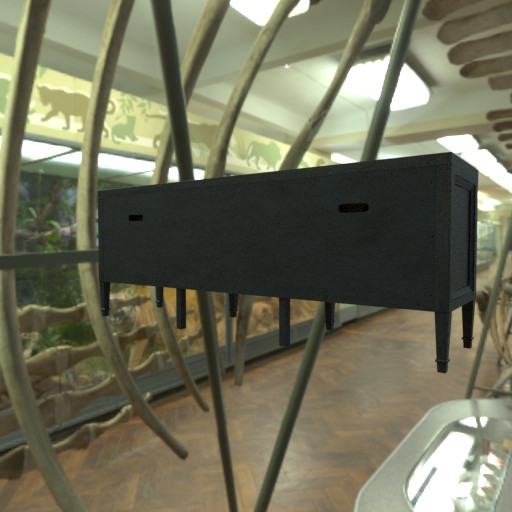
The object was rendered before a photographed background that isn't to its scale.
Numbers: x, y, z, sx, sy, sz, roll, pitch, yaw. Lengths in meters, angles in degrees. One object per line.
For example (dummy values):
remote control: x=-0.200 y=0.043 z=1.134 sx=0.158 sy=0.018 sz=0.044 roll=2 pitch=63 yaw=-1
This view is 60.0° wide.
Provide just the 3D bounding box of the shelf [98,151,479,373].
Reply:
shelf: x=0.000 y=0.000 z=2.161 sx=1.878 sy=0.715 sz=0.471 roll=1 pitch=3 yaw=36
